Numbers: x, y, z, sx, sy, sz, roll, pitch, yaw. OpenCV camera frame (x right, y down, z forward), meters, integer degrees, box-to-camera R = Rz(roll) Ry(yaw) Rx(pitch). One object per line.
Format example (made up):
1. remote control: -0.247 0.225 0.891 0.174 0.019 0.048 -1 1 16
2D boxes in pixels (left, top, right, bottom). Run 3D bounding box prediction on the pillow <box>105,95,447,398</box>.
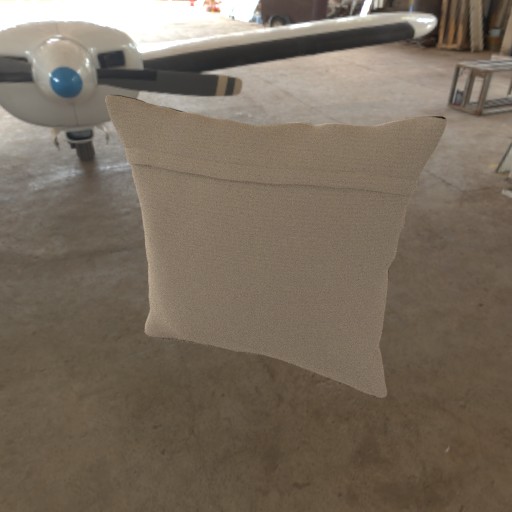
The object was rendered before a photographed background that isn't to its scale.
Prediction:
1. pillow: 0.000 0.000 0.706 0.475 0.473 0.178 10 34 16
